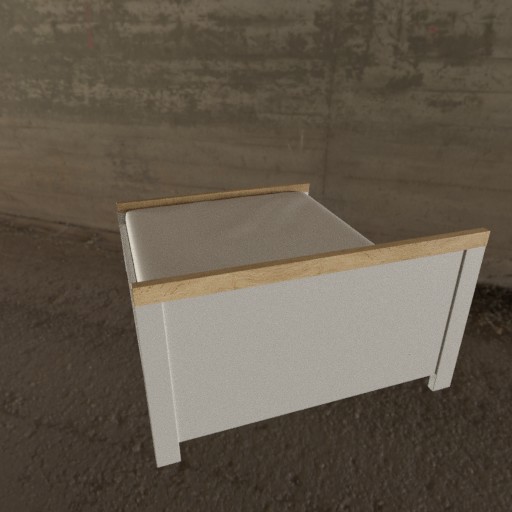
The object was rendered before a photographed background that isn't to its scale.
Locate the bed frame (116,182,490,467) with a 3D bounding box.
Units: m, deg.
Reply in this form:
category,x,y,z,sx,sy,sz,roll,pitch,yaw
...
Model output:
category,x,y,z,sx,sy,sz,roll,pitch,yaw
bed frame,0.000,0.000,2.963,1.670,0.980,2.050,-9,28,-17
